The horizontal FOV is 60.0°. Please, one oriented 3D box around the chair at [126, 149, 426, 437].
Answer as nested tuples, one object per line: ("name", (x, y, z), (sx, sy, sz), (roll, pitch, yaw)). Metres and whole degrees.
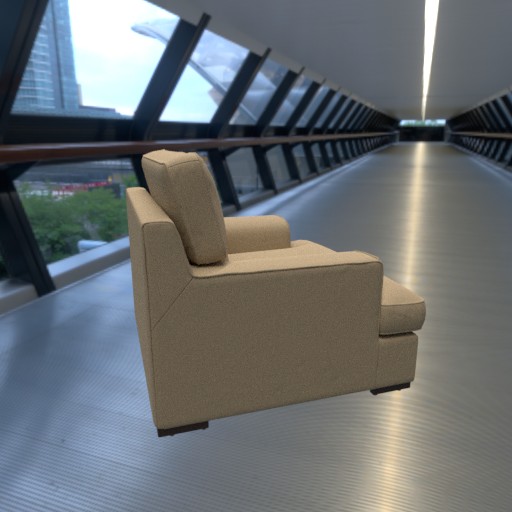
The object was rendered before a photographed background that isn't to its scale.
("chair", (0.000, 0.000, 2.158), (1.274, 1.005, 1.293), (-7, 16, -25))
